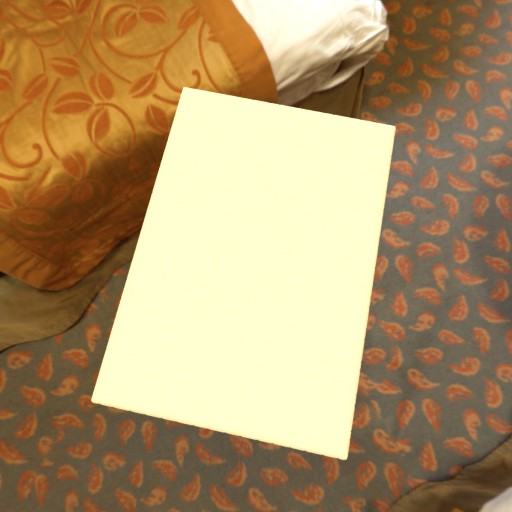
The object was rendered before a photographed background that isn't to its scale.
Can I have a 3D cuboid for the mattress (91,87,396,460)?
[{"bbox_3d":[0.000,0.000,2.659,1.400,0.200,2.000,12,75,3],"label":"mattress"}]
